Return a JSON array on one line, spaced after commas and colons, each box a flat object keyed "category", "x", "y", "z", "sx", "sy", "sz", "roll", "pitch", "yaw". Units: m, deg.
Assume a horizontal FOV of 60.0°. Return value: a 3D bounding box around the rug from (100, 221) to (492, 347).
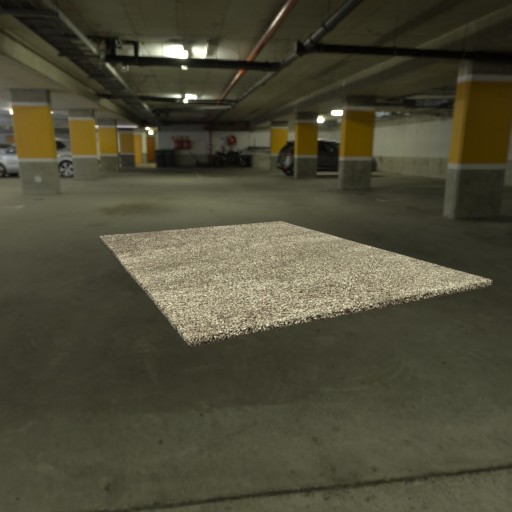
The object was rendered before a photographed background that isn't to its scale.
[{"category": "rug", "x": 0.000, "y": 0.000, "z": 2.102, "sx": 1.198, "sy": 0.025, "sz": 1.601, "roll": -7, "pitch": 15, "yaw": -26}]
